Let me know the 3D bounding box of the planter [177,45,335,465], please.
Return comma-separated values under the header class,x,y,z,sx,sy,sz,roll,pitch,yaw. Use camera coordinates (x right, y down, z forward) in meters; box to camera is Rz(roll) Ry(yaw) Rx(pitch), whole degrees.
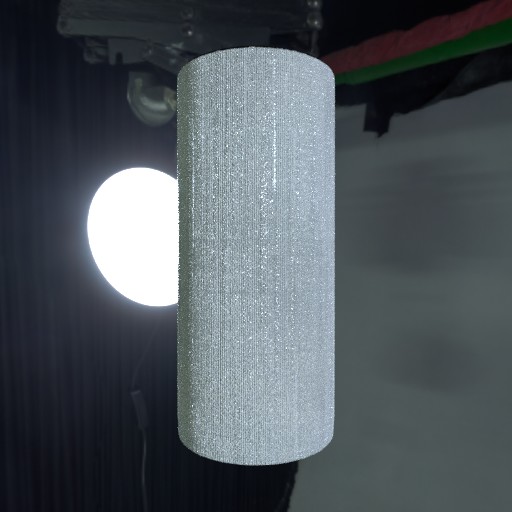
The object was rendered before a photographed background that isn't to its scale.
class,x,y,z,sx,sy,sz,roll,pitch,yaw
planter,0.000,0.000,0.130,0.045,0.103,0.045,0,0,37
